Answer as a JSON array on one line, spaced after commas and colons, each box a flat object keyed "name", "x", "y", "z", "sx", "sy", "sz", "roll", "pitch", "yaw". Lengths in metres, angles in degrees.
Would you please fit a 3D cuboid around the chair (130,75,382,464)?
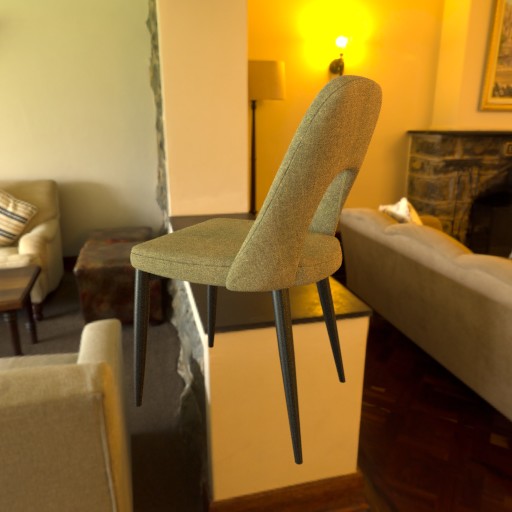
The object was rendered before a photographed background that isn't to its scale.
[{"name": "chair", "x": 0.000, "y": 0.000, "z": 1.271, "sx": 0.612, "sy": 0.931, "sz": 0.470, "roll": 8, "pitch": 18, "yaw": 25}]
